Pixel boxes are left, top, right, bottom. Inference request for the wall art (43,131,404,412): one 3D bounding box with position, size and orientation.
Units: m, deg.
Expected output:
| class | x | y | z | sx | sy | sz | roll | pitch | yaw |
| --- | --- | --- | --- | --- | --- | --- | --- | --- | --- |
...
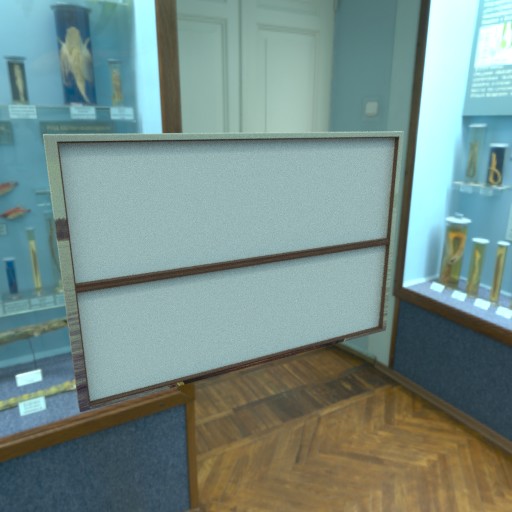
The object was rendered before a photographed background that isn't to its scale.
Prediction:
| class | x | y | z | sx | sy | sz | roll | pitch | yaw |
| --- | --- | --- | --- | --- | --- | --- | --- | --- | --- |
| wall art | 0.000 | 0.000 | 1.424 | 1.149 | 0.765 | 0.040 | -8 | 18 | -26 |
